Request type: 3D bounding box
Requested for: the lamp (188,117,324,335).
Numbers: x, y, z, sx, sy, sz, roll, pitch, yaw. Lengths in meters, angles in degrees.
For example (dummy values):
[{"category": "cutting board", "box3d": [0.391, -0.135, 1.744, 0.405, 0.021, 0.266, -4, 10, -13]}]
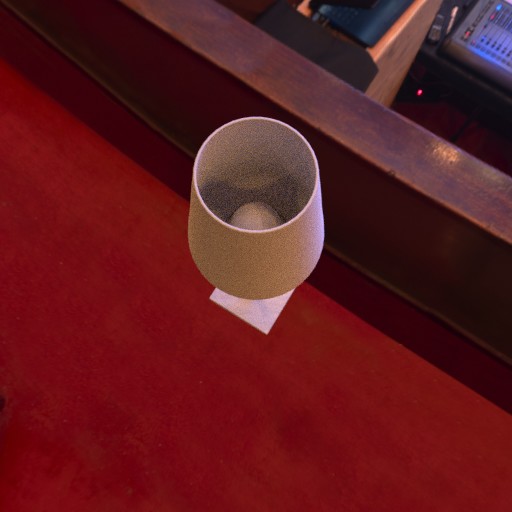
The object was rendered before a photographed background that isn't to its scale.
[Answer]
[{"category": "lamp", "box3d": [0.000, 0.000, 0.718, 0.181, 0.639, 0.181, 31, 78, 7]}]
